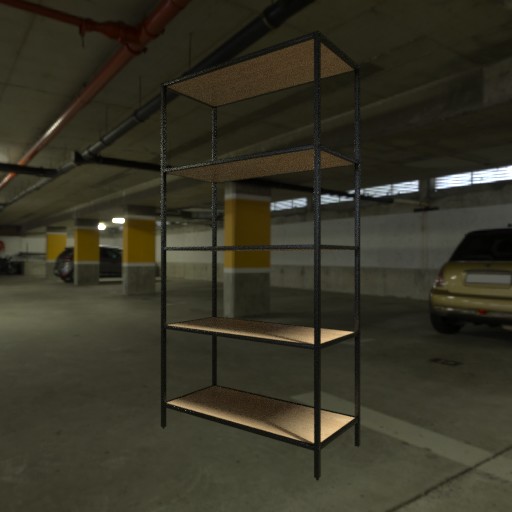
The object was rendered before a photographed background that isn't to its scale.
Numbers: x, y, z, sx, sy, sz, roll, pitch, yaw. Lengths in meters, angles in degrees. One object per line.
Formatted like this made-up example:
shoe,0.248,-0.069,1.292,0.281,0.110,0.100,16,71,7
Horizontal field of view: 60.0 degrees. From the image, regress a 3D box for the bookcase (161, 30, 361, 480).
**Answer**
bookcase,0.000,0.000,1.840,0.770,1.500,0.350,0,0,36
